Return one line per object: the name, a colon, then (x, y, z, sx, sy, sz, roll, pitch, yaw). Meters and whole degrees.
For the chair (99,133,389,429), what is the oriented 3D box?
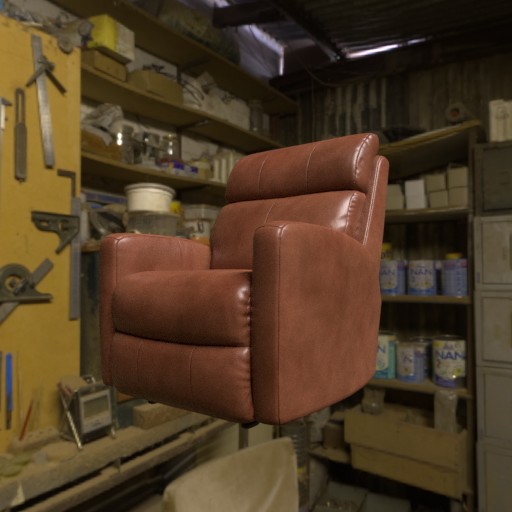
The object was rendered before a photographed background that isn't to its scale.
chair: (0.000, 0.000, 1.680, 0.787, 1.016, 0.939, -1, -2, 36)
